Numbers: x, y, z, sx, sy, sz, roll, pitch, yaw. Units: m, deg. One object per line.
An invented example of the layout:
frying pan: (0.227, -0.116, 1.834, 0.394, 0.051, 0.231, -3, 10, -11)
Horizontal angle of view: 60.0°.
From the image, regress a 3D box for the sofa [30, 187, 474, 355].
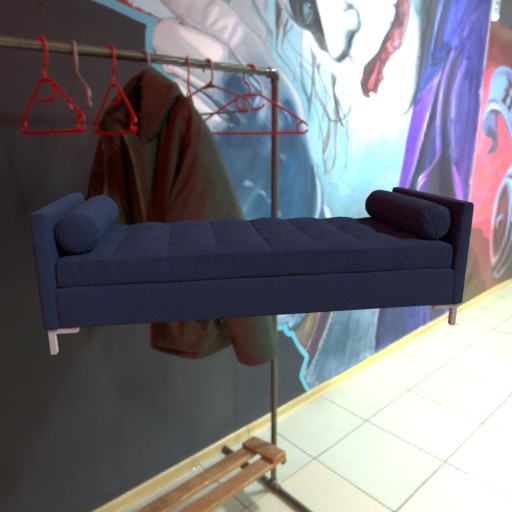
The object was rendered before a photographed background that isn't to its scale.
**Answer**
sofa: (0.000, 0.000, 2.476, 2.102, 0.657, 0.797, -2, 15, -9)
